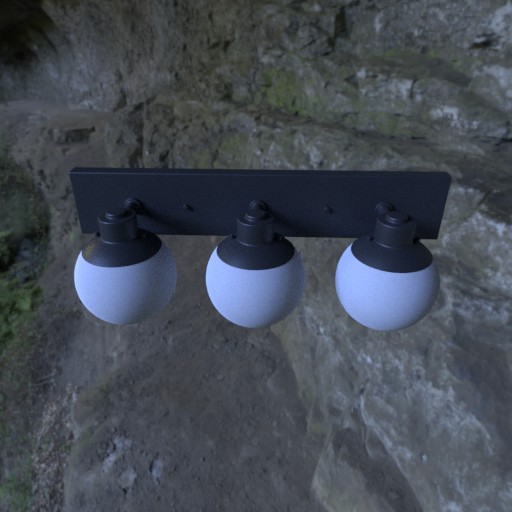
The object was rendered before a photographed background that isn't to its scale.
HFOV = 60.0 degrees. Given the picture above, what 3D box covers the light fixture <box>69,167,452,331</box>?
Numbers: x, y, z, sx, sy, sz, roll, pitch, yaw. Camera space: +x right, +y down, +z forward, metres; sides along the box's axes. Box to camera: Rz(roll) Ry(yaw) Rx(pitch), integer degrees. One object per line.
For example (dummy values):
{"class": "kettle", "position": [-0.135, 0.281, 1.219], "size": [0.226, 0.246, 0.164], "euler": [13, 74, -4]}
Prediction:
{"class": "light fixture", "position": [0.000, 0.000, 0.830], "size": [0.721, 0.263, 0.218], "euler": [1, 30, 2]}
